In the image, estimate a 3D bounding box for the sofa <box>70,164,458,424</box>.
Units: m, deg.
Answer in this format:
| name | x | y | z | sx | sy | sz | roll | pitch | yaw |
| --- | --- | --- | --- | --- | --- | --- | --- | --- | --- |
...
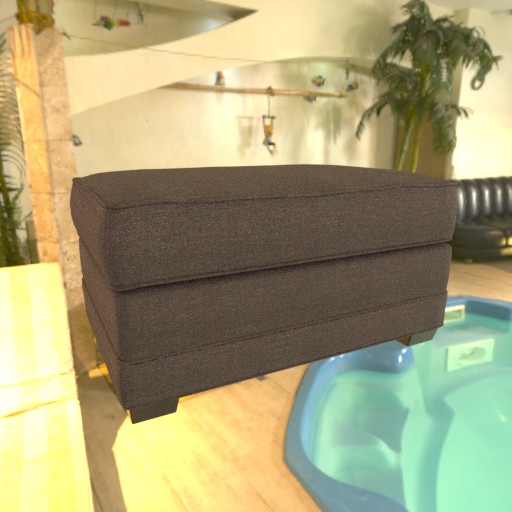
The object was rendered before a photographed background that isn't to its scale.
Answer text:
| name | x | y | z | sx | sy | sz | roll | pitch | yaw |
| --- | --- | --- | --- | --- | --- | --- | --- | --- | --- |
| sofa | 0.000 | 0.000 | 1.180 | 0.854 | 0.457 | 0.578 | -8 | 17 | -26 |
